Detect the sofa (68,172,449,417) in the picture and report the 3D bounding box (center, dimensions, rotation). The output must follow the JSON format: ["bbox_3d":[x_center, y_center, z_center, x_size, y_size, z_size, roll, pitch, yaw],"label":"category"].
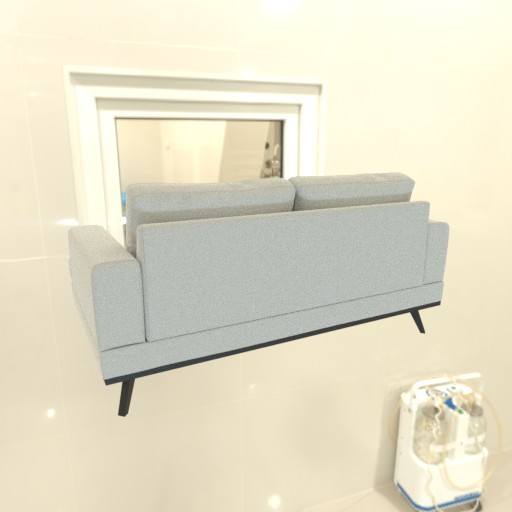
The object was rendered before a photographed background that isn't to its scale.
[{"bbox_3d":[0.000,0.000,2.186,1.650,0.810,0.920,-8,16,-27],"label":"sofa"}]
